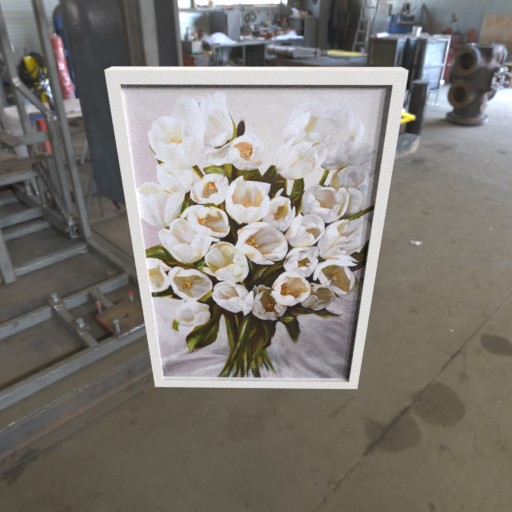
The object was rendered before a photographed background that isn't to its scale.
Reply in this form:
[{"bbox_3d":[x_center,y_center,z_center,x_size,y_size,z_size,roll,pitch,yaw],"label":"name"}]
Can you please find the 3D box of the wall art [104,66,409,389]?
[{"bbox_3d":[0.000,0.000,0.837,0.450,0.657,0.038,0,30,1],"label":"wall art"}]
